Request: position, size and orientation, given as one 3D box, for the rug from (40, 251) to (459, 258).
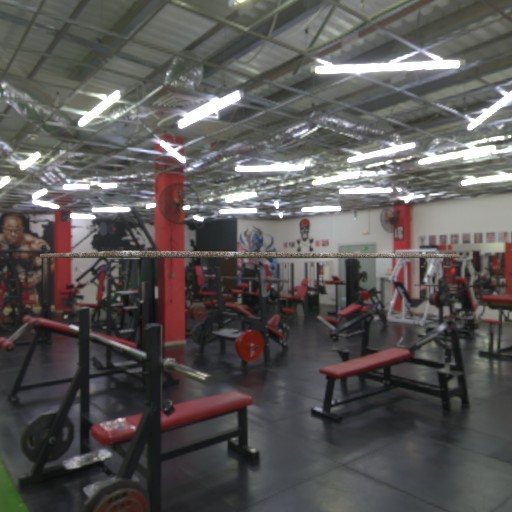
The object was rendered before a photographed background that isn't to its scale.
[{"bbox_3d":[0.000,0.000,3.436,2.743,0.030,1.778,0,0,-36],"label":"rug"}]
